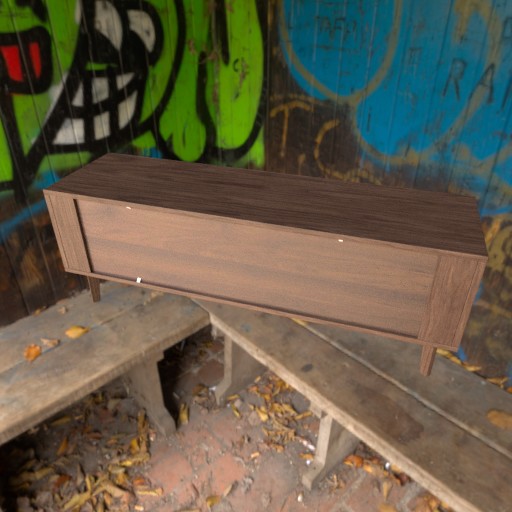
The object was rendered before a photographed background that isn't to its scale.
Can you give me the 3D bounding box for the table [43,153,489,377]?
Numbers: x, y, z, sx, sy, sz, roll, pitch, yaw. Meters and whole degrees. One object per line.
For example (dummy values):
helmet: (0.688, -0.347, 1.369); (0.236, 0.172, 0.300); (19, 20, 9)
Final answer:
table: (0.000, 0.000, 1.626); (1.397, 0.508, 0.405); (10, 34, 15)
